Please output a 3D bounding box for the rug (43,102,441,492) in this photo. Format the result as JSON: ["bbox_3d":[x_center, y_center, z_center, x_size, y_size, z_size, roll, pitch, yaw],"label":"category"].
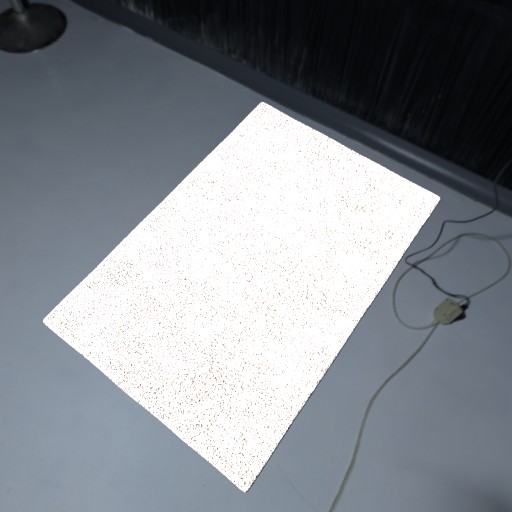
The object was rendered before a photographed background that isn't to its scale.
[{"bbox_3d":[0.000,0.000,2.273,1.219,0.030,1.778,33,68,16],"label":"rug"}]
